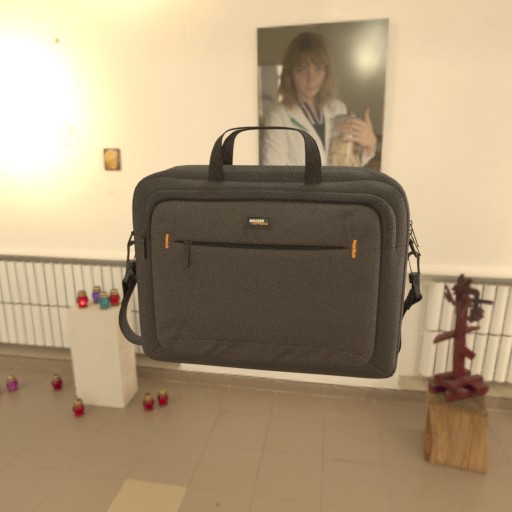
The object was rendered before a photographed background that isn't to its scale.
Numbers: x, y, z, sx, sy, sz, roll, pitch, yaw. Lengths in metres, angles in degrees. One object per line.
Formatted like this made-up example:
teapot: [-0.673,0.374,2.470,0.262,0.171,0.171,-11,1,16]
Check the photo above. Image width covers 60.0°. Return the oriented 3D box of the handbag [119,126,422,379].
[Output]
handbag: [0.000,0.000,0.437,0.320,0.244,0.089,2,15,9]
